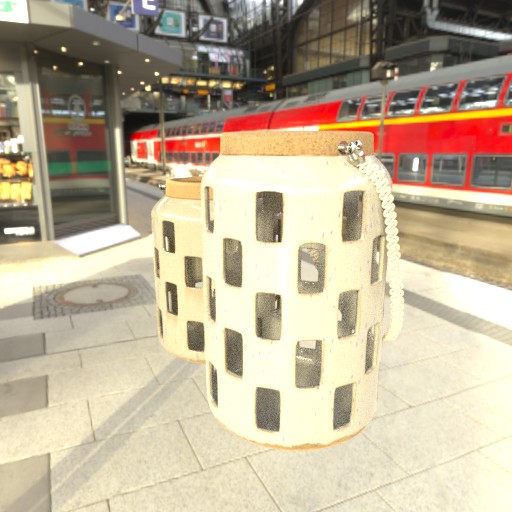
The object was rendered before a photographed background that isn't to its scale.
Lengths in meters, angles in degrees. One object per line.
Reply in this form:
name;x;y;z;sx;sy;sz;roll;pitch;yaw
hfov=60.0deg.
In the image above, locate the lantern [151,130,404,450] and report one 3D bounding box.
lantern;0.000;0.000;0.489;0.184;0.255;0.347;-7;15;-26
